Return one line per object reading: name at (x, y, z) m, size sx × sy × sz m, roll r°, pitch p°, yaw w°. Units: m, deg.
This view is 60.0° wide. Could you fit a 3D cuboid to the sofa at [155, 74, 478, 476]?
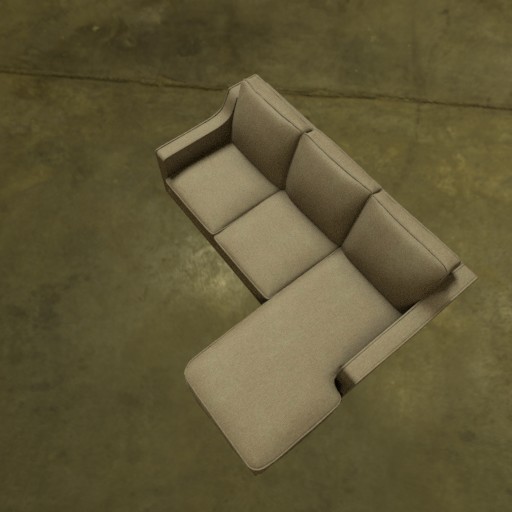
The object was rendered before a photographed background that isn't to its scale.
sofa at (0.000, 0.000, 3.251) m, size 1.858 × 1.081 × 2.317 m, roll -35°, pitch 69°, yaw -16°
